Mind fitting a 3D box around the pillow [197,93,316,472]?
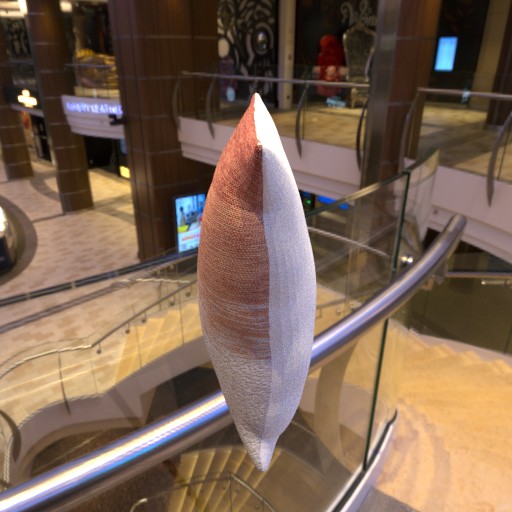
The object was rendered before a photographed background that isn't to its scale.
[{"bbox_3d":[0.000,0.000,0.687,0.182,0.441,0.440,0,25,0],"label":"pillow"}]
